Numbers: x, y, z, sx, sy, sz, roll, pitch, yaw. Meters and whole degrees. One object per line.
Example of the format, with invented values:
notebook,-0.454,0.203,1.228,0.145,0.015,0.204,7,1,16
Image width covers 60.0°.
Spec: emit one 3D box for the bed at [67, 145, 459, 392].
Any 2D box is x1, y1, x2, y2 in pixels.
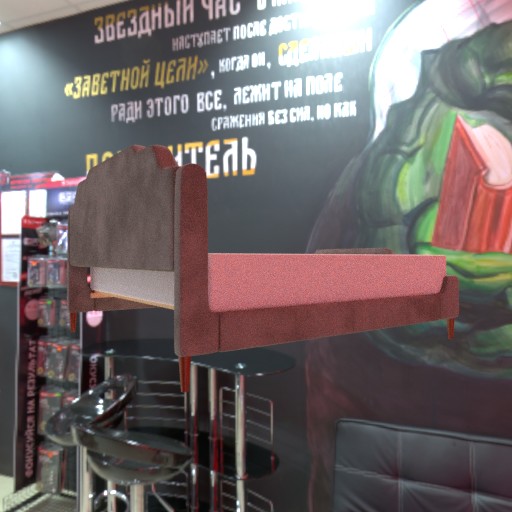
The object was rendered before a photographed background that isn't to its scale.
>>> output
bed,0.000,0.000,3.493,2.340,1.245,2.074,0,0,-36
